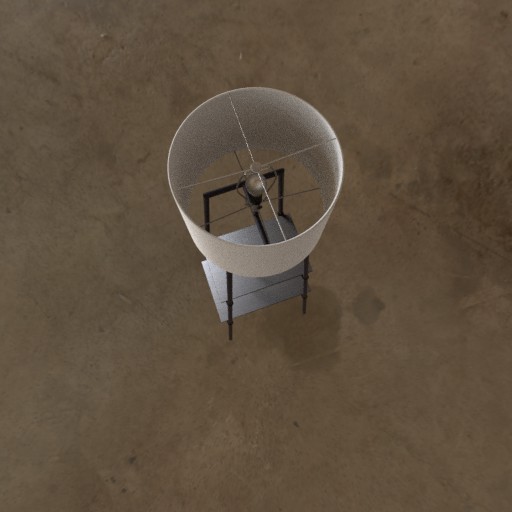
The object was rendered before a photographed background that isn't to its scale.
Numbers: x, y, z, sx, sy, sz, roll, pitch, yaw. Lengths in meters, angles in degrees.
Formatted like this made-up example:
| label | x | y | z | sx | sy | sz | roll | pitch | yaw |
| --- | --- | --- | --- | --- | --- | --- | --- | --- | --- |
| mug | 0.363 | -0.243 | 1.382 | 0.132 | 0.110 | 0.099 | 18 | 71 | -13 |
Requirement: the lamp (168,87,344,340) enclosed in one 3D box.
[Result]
| label | x | y | z | sx | sy | sz | roll | pitch | yaw |
| --- | --- | --- | --- | --- | --- | --- | --- | --- | --- |
| lamp | 0.000 | 0.000 | 1.650 | 0.427 | 1.474 | 0.384 | -19 | 75 | -5 |
